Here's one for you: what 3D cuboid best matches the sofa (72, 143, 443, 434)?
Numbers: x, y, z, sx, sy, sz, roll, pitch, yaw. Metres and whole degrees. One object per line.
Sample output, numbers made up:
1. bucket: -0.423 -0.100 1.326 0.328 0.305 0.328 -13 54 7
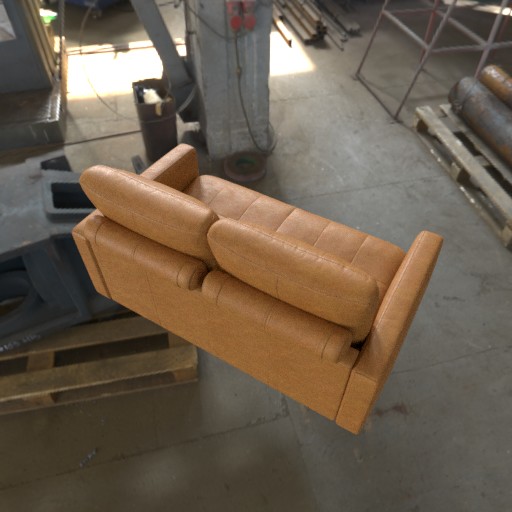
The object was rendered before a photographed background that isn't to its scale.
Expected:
1. sofa: 0.000 0.000 1.999 1.430 0.898 0.868 24 52 20
